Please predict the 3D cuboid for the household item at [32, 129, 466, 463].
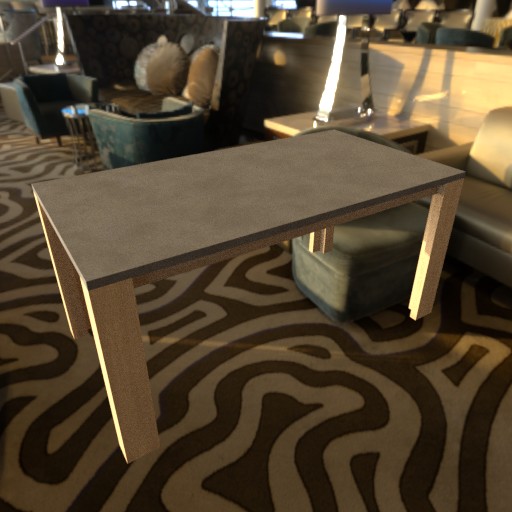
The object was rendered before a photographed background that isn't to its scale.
[{"bbox_3d":[0.000,0.000,2.033,1.600,0.755,0.850,-18,34,-28],"label":"household item"}]
